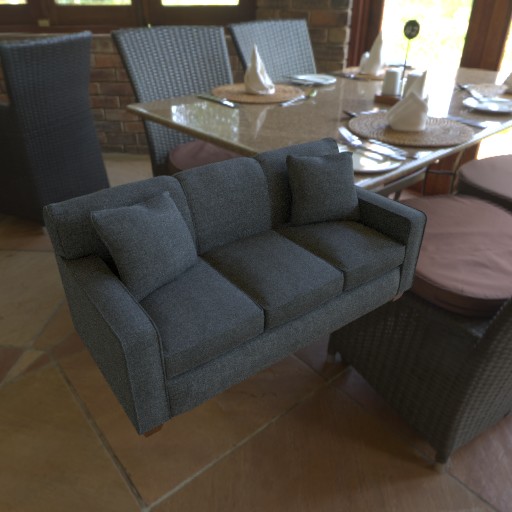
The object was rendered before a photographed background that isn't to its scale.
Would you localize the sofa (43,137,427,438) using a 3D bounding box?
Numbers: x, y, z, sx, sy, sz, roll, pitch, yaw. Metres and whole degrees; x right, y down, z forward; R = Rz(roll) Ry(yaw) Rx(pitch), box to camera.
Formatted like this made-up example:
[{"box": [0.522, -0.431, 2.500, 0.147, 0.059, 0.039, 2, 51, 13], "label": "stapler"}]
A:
[{"box": [0.000, 0.000, 2.652, 2.024, 0.958, 0.997, -21, 36, -31], "label": "sofa"}]
